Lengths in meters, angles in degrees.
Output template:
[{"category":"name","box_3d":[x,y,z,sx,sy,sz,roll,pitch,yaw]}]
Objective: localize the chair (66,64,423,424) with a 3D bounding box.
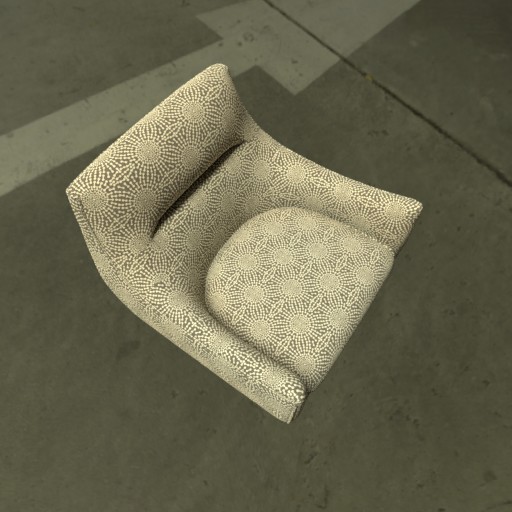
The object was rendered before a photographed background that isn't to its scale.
[{"category":"chair","box_3d":[0.000,0.000,1.467,0.787,0.838,0.762,31,64,17]}]
